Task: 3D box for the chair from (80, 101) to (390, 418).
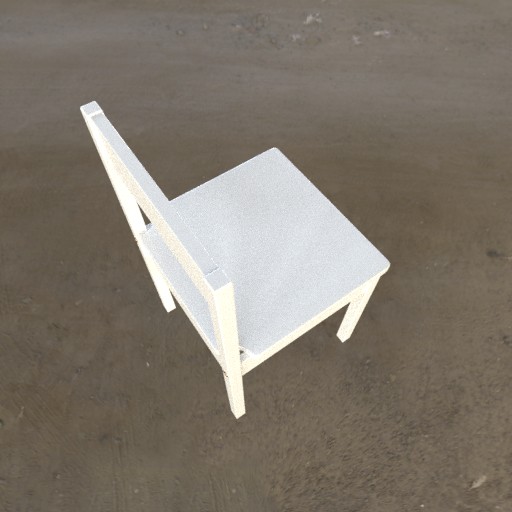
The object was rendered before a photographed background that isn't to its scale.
[{"bbox_3d":[0.000,0.000,0.885,0.361,0.668,0.367,-31,64,-17],"label":"chair"}]
